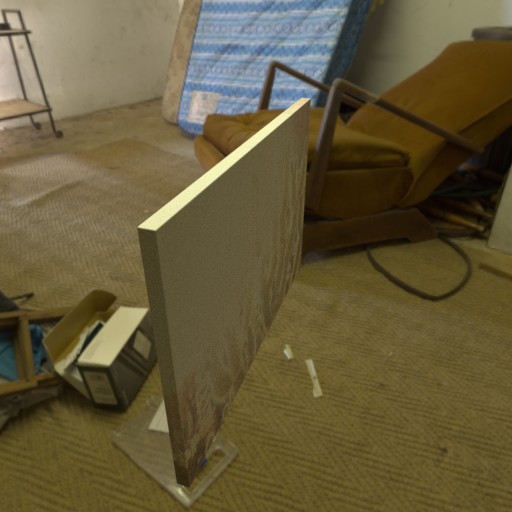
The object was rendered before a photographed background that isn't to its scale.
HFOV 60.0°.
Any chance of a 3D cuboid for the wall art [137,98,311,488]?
[{"bbox_3d":[0.000,0.000,1.426,0.041,0.758,1.142,10,33,17],"label":"wall art"}]
